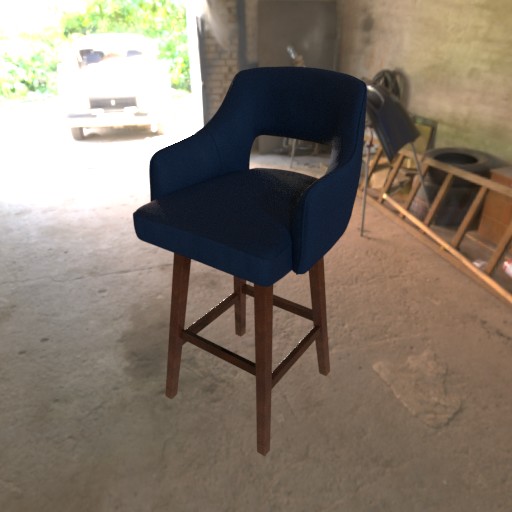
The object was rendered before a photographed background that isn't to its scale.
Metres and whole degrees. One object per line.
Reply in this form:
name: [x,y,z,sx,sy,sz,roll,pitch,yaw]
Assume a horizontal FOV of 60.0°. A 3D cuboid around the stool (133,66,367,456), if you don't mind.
stool: [0.000,0.000,1.385,0.550,1.041,0.560,19,35,30]
